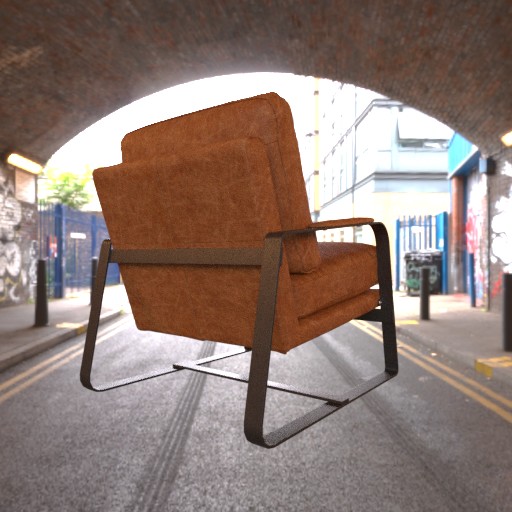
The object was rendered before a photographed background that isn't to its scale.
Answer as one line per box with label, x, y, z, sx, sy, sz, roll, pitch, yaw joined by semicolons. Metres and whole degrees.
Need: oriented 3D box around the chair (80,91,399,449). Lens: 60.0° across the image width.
chair;0.000;0.000;1.377;0.651;0.777;0.801;0;0;38
